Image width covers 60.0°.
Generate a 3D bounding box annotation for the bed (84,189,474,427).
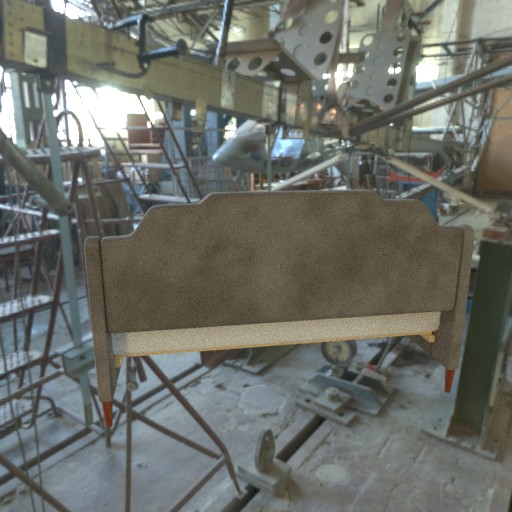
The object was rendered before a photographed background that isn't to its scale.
[{"bbox_3d":[0.000,0.000,3.489,2.074,1.245,2.340,-2,14,-9],"label":"bed"}]
